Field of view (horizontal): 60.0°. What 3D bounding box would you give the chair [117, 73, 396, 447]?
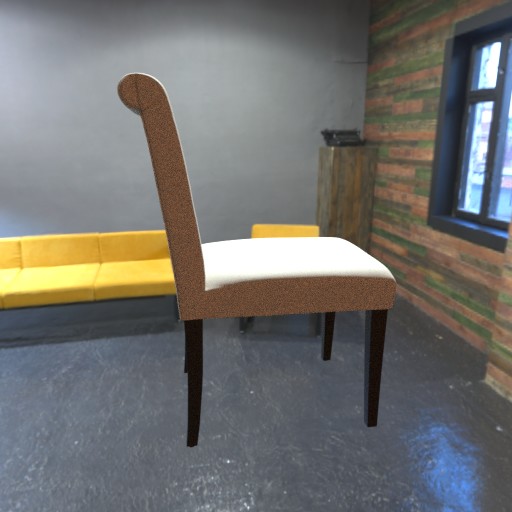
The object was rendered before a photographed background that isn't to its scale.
[{"bbox_3d":[0.000,0.000,1.354,0.708,0.976,0.452,-3,15,-10],"label":"chair"}]
